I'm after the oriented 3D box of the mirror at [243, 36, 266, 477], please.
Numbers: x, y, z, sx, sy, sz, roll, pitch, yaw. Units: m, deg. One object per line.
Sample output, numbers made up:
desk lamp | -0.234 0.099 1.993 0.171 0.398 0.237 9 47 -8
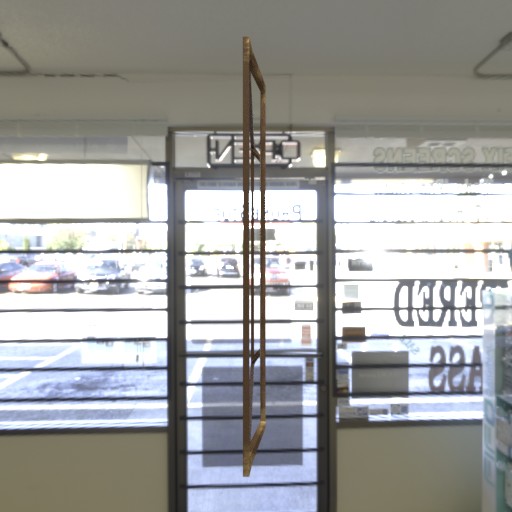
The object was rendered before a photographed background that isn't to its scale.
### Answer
mirror | 0.000 0.000 0.919 0.032 0.610 0.610 0 0 0
